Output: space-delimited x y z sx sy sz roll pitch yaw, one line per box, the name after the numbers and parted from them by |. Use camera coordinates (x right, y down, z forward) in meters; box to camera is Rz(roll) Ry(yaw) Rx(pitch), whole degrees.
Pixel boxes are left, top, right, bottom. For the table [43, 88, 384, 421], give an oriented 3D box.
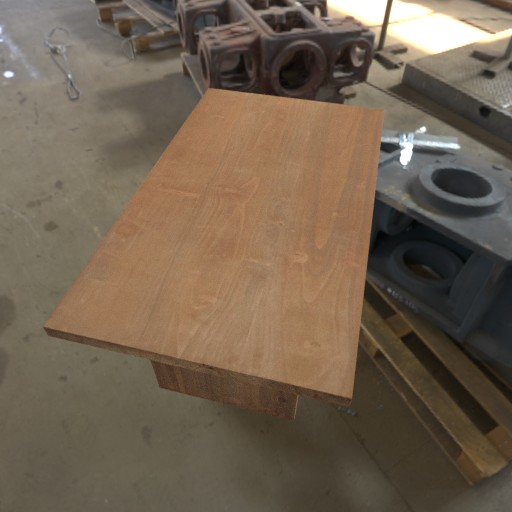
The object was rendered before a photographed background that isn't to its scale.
0.000 0.000 2.100 0.946 0.780 1.609 11 48 10 | table
